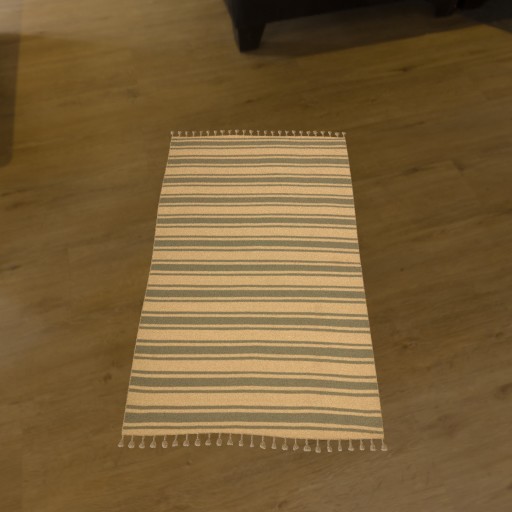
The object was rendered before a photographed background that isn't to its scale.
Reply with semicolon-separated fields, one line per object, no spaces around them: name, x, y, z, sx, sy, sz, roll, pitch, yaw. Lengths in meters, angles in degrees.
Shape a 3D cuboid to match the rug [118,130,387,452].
rug;0.000;0.000;2.556;1.222;0.009;2.084;1;58;0
